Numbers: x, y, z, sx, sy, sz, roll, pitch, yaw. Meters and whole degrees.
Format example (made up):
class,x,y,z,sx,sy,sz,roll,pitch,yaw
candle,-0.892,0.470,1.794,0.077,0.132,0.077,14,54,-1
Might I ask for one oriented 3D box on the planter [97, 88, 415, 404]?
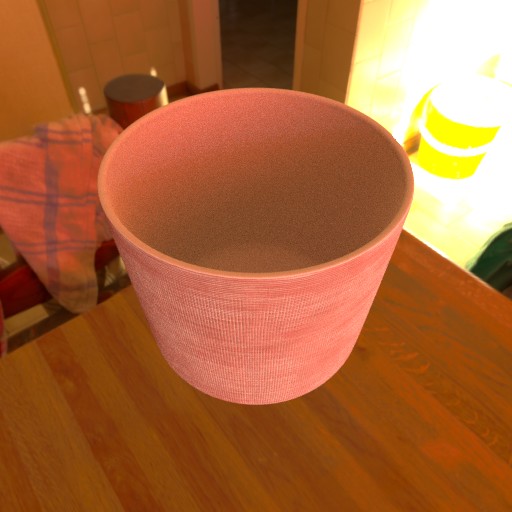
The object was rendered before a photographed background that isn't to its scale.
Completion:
class,x,y,z,sx,sy,sz,roll,pitch,yaw
planter,0.000,0.000,0.775,0.440,0.398,0.440,0,47,0
